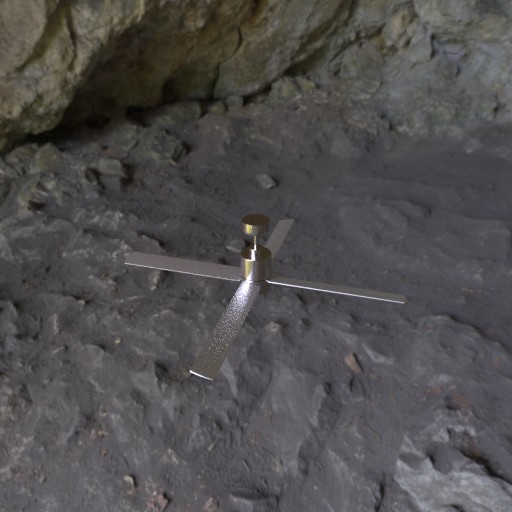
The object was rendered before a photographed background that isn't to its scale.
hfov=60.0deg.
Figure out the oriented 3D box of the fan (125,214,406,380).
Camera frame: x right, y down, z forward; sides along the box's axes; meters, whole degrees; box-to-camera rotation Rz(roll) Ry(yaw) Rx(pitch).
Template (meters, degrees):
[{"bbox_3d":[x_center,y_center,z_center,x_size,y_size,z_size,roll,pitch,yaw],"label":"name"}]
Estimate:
[{"bbox_3d":[0.000,0.000,1.983,1.322,0.355,1.322,8,30,14],"label":"fan"}]
